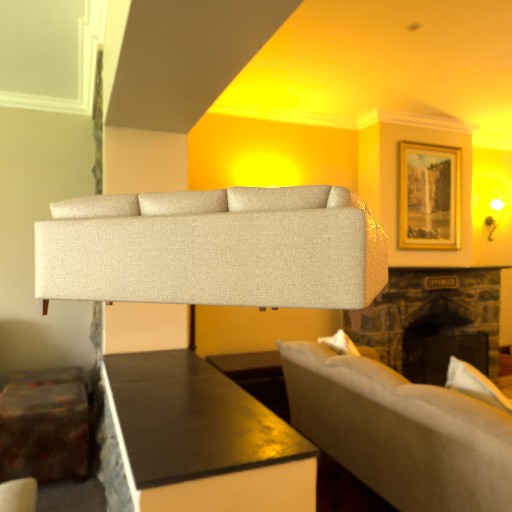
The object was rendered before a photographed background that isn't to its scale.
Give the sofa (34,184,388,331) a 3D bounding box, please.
[{"bbox_3d":[0.000,0.000,4.697,2.594,0.961,3.460,0,-1,19],"label":"sofa"}]
